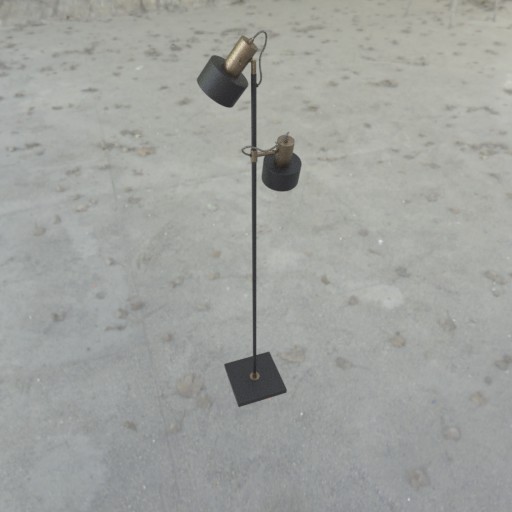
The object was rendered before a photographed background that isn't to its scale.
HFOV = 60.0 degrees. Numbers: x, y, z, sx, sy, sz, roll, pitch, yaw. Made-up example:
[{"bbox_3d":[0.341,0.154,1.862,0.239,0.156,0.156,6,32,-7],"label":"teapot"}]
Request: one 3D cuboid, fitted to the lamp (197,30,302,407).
[{"bbox_3d":[0.000,0.000,1.625,0.315,1.505,0.233,-12,41,-15],"label":"lamp"}]
